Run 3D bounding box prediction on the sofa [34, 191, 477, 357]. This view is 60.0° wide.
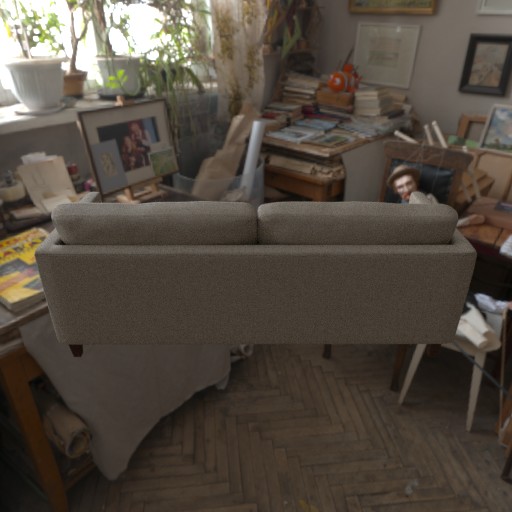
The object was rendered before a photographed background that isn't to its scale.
[{"bbox_3d":[0.000,0.000,2.924,2.434,0.965,0.951,0,29,0],"label":"sofa"}]
